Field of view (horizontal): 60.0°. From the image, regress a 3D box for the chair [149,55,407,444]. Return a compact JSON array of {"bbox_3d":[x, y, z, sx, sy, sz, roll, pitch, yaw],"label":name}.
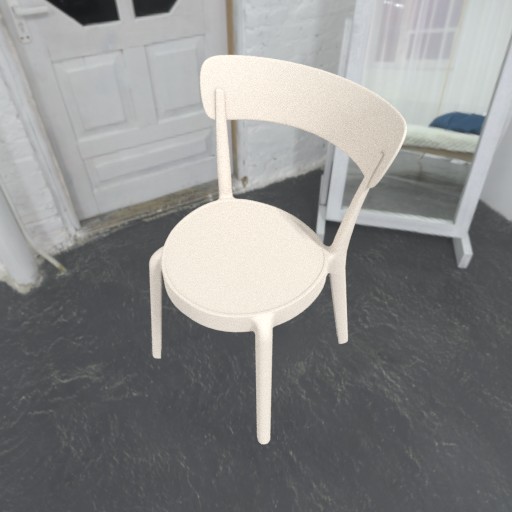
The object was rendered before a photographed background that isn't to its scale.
[{"bbox_3d":[0.000,0.000,1.128,0.506,0.790,0.491,30,54,25],"label":"chair"}]
